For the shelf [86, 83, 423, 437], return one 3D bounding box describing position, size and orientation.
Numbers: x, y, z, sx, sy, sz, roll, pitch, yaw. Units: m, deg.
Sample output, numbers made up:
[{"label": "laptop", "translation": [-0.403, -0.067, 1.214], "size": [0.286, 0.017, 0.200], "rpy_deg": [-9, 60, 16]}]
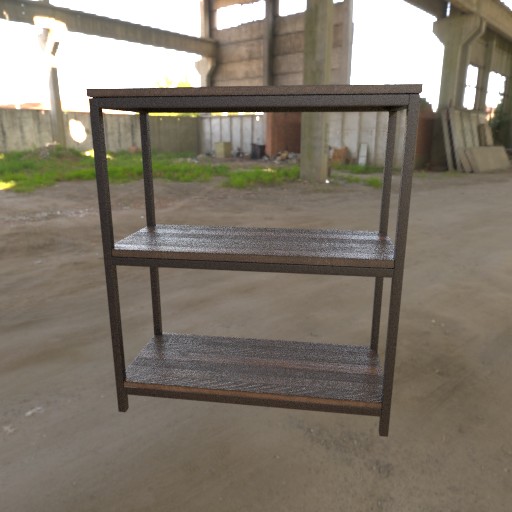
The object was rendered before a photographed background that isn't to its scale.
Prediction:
[{"label": "shelf", "translation": [0.000, 0.000, 1.363], "size": [0.822, 0.947, 0.352], "rpy_deg": [2, 16, 8]}]
